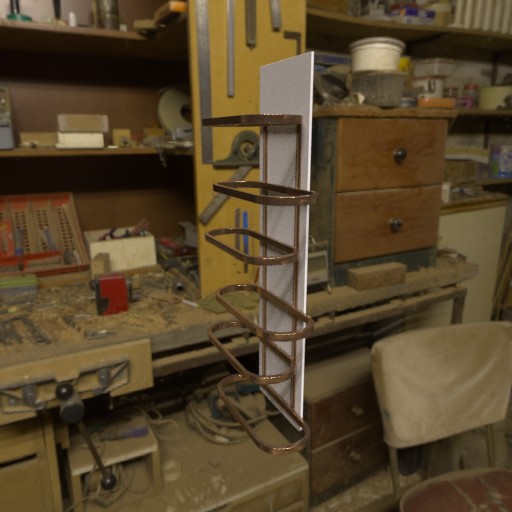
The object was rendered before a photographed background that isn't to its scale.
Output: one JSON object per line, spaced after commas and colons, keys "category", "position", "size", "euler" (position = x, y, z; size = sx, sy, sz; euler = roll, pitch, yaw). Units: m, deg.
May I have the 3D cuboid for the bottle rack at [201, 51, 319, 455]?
{"category": "bottle rack", "position": [0.000, 0.000, 0.857], "size": [0.118, 0.709, 0.332], "euler": [-7, 17, -26]}
